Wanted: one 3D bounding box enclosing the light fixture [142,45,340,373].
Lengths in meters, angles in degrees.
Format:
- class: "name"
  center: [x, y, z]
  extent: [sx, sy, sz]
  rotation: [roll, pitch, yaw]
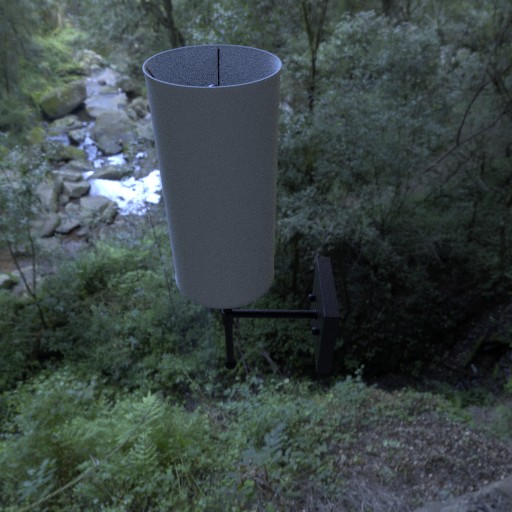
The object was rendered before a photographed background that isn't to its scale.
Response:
- class: "light fixture"
  center: [0.000, 0.000, 0.557]
  extent: [0.208, 0.462, 0.128]
  rotation: [1, 40, 1]
